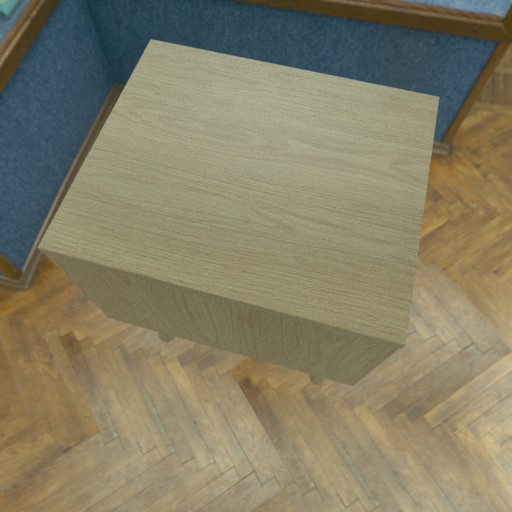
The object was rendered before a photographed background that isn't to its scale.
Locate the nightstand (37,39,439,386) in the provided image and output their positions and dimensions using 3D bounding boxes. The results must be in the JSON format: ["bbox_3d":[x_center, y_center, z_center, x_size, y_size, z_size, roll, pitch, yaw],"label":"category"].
[{"bbox_3d":[0.000,0.000,0.853,0.450,0.571,0.380,14,66,7],"label":"nightstand"}]
